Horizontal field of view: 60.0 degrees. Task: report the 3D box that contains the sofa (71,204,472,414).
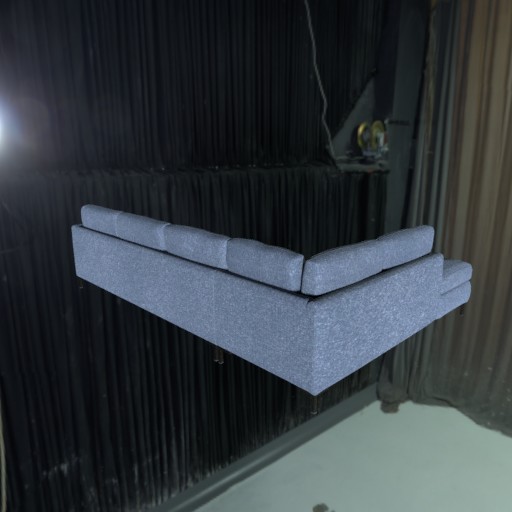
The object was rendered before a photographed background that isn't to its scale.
[{"bbox_3d":[0.000,0.000,3.859,2.007,0.815,2.949,-14,20,-43],"label":"sofa"}]
